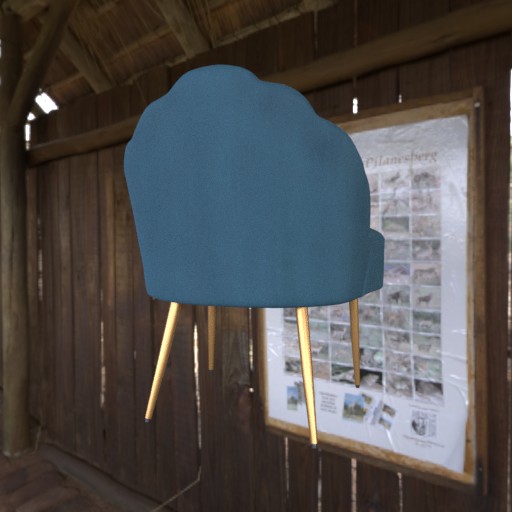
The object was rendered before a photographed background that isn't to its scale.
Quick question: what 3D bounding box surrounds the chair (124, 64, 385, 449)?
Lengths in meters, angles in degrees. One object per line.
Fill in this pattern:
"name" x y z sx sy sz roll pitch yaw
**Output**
"chair" 0.000 0.000 1.217 0.657 0.819 0.599 1 2 20
